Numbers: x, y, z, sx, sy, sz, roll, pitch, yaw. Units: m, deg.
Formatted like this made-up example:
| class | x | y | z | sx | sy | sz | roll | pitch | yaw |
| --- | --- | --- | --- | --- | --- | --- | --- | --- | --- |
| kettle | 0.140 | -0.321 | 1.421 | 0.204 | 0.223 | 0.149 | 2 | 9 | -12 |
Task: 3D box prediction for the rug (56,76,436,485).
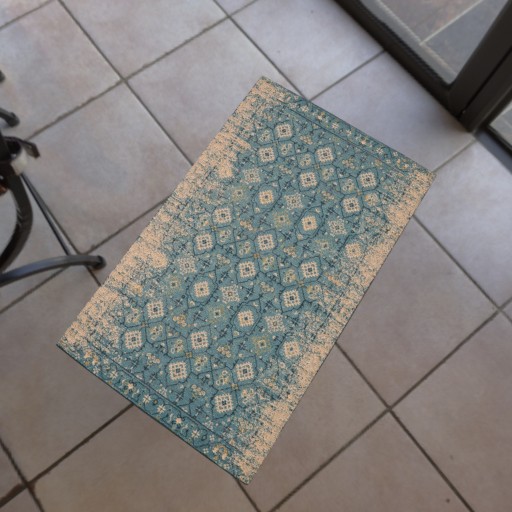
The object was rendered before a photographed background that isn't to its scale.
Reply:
| class | x | y | z | sx | sy | sz | roll | pitch | yaw |
| --- | --- | --- | --- | --- | --- | --- | --- | --- | --- |
| rug | 0.000 | 0.000 | 2.212 | 1.102 | 0.008 | 1.795 | 33 | 77 | 8 |
